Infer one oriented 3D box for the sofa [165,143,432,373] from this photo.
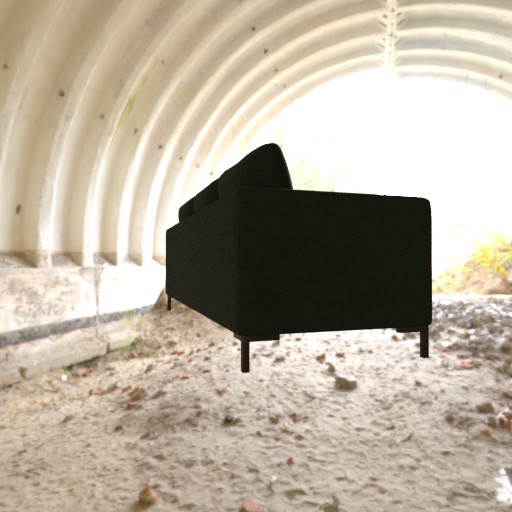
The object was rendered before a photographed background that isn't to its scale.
[{"bbox_3d":[0.000,0.000,2.751,0.859,0.870,2.218,0,-1,-18],"label":"sofa"}]
